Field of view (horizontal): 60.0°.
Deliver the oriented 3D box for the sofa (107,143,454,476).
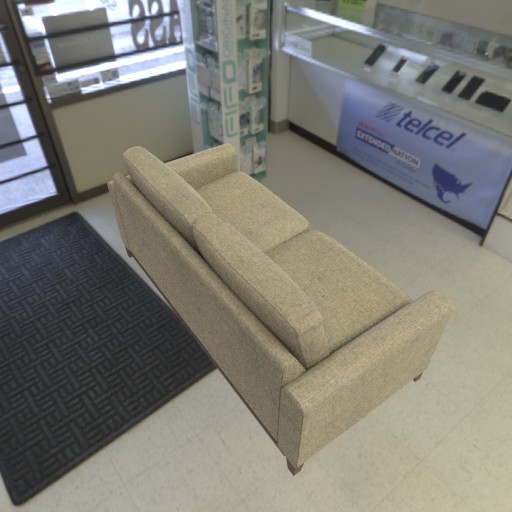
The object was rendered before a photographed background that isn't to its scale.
[{"bbox_3d":[0.000,0.000,2.571,0.969,0.892,1.978,-25,47,-26],"label":"sofa"}]
